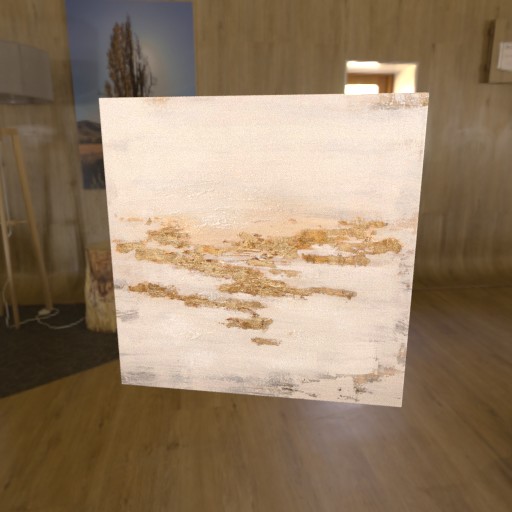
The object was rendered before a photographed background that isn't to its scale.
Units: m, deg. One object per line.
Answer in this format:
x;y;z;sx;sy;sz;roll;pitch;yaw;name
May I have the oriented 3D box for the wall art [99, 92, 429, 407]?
0.000;0.000;1.108;0.753;0.755;0.038;2;14;8;wall art
